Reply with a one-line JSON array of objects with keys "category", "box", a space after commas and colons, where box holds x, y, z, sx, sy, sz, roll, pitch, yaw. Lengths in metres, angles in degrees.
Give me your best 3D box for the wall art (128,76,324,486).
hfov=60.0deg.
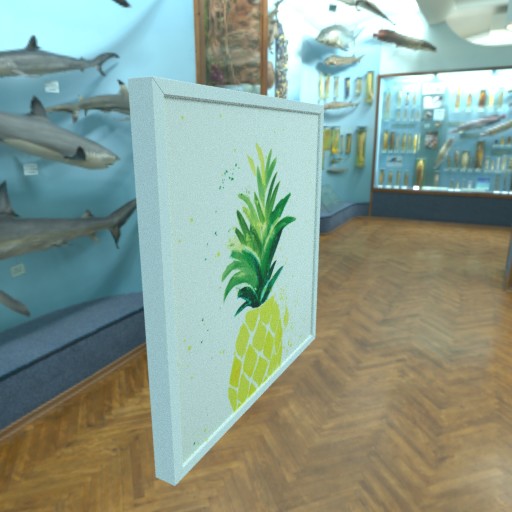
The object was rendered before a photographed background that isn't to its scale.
[{"category": "wall art", "box": [0.000, 0.000, 0.450, 0.020, 0.307, 0.307, 8, 17, 28]}]
